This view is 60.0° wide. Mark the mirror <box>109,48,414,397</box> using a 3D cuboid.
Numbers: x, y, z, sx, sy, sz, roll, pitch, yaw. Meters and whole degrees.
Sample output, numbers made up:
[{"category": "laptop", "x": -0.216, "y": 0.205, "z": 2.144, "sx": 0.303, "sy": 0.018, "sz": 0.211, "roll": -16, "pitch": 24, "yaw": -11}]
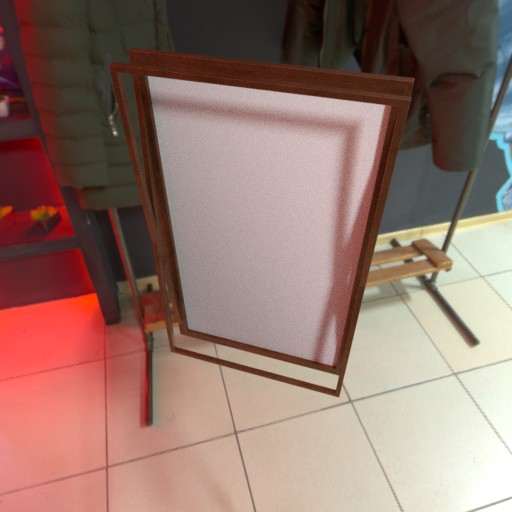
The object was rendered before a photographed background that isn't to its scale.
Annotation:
[{"category": "mirror", "x": 0.000, "y": 0.000, "z": 0.937, "sx": 0.468, "sy": 0.768, "sz": 0.082, "roll": 12, "pitch": 44, "yaw": 13}]
